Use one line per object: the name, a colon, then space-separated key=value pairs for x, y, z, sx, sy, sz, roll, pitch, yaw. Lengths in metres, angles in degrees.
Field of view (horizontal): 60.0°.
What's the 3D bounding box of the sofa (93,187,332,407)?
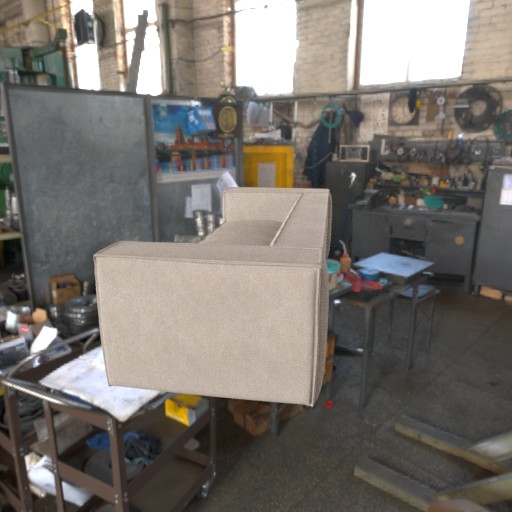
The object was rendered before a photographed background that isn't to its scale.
sofa: x=0.000 y=0.000 z=3.143 sx=1.038 sy=0.680 sz=2.697 roll=3 pitch=15 yaw=9
